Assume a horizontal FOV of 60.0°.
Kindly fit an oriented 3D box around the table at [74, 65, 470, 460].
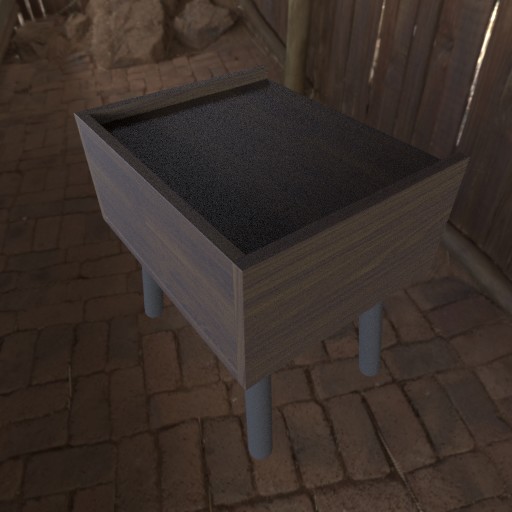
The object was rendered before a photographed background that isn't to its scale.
[{"bbox_3d":[0.000,0.000,0.791,0.370,0.470,0.450,-26,48,-27],"label":"table"}]
